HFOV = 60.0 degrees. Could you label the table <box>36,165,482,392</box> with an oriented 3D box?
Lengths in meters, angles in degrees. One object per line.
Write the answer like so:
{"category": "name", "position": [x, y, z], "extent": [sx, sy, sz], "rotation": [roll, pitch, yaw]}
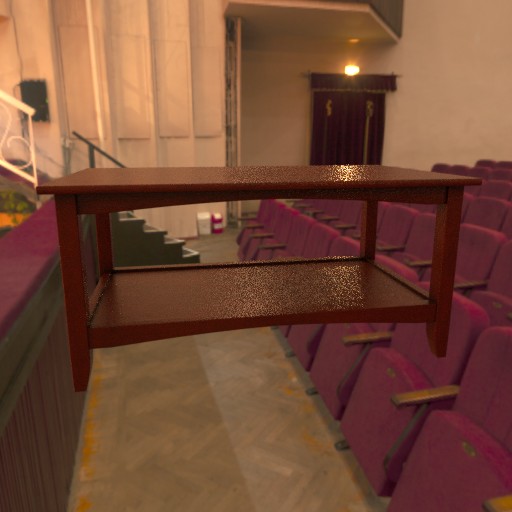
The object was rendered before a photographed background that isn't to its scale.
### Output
{"category": "table", "position": [0.000, 0.000, 1.227], "extent": [0.943, 0.456, 0.533], "rotation": [-3, 15, -10]}
